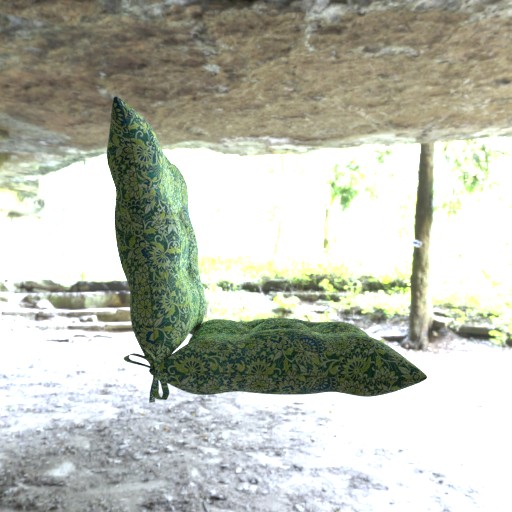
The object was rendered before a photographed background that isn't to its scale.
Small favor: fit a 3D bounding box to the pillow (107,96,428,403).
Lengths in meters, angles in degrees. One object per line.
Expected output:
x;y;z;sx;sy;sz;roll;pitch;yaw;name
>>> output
0.000;0.000;1.000;0.585;0.536;0.541;0;-3;0;pillow
